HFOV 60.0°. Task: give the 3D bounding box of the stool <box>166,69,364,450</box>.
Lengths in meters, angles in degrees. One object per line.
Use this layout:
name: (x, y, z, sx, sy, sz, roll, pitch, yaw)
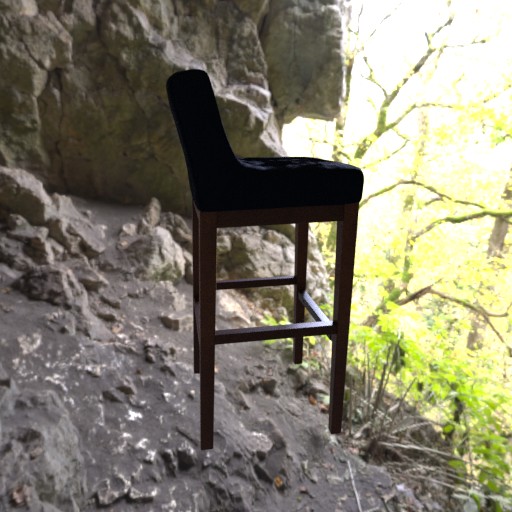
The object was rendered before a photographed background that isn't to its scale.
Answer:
stool: (0.000, 0.000, 1.397, 0.500, 1.037, 0.511, -3, 16, -10)
